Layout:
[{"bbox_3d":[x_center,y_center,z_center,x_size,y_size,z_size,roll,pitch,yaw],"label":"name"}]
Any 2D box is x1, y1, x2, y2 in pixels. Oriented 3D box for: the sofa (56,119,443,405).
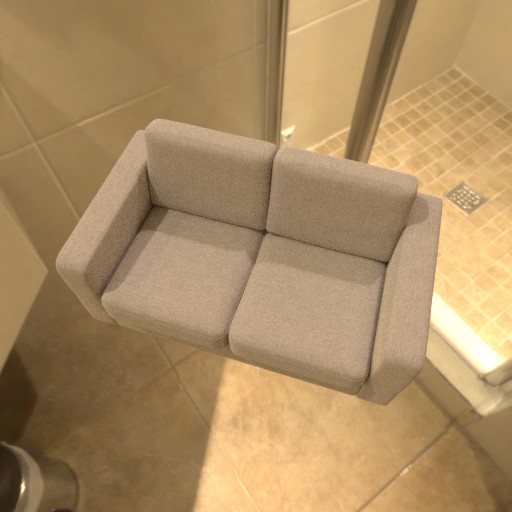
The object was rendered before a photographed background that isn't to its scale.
[{"bbox_3d":[0.000,0.000,2.077,1.540,0.800,0.900,15,60,9],"label":"sofa"}]
